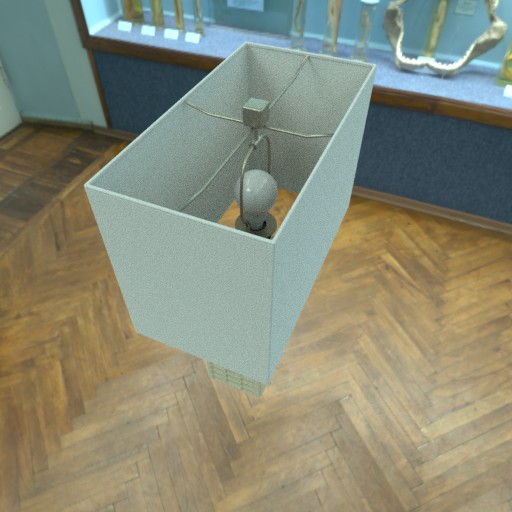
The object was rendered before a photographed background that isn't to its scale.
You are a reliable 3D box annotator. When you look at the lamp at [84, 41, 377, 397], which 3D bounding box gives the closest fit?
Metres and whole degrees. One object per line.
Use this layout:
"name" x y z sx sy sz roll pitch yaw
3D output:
"lamp" 0.000 0.000 0.699 0.200 0.515 0.380 18 49 16
